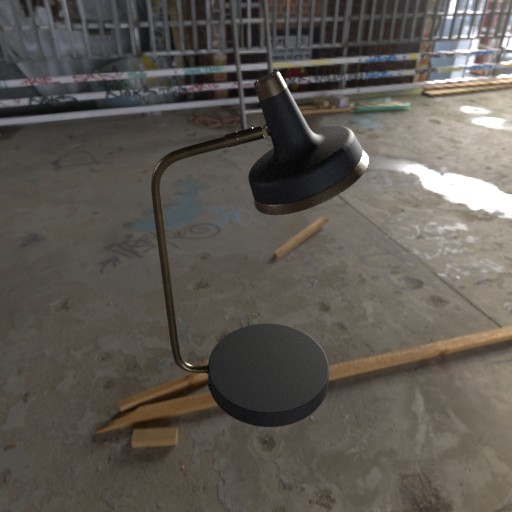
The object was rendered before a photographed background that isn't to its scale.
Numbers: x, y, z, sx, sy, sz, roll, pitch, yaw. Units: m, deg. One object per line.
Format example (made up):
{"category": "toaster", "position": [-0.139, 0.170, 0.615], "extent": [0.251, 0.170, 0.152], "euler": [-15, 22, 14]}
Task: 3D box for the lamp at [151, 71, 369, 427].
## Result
{"category": "lamp", "position": [0.000, 0.000, 0.494], "extent": [0.218, 0.385, 0.162], "euler": [0, 33, 0]}
